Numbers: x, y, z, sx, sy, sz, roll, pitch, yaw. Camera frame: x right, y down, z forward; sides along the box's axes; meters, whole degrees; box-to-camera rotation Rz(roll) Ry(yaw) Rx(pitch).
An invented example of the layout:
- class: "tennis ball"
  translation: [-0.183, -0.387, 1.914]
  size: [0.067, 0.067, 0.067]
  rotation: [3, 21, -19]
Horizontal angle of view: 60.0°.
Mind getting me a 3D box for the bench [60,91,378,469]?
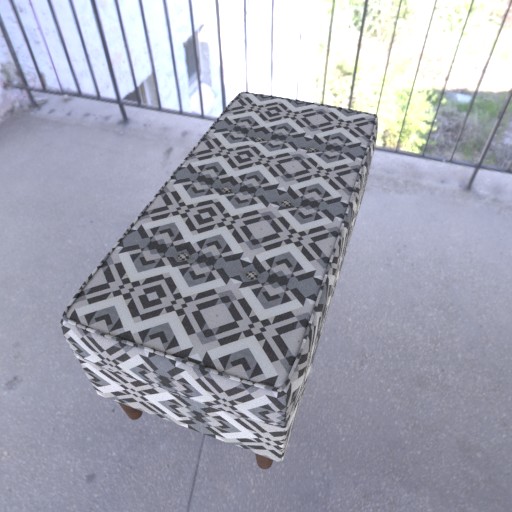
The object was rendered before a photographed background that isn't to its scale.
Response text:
- class: "bench"
  translation: [0.000, 0.000, 1.292]
  size: [0.492, 0.477, 1.016]
  rotation: [15, 49, 13]
